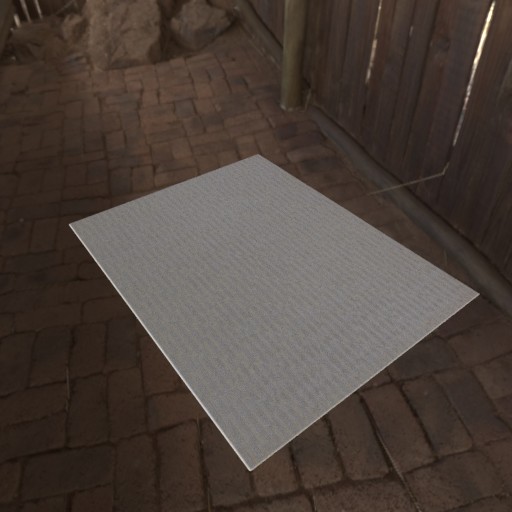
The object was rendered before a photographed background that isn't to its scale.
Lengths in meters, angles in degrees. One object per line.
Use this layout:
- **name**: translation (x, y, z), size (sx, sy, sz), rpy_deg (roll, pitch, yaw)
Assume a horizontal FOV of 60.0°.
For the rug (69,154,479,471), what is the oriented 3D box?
- **rug**: translation (0.000, 0.000, 4.094), size (2.410, 0.021, 3.055), rpy_deg (-27, 48, -27)
